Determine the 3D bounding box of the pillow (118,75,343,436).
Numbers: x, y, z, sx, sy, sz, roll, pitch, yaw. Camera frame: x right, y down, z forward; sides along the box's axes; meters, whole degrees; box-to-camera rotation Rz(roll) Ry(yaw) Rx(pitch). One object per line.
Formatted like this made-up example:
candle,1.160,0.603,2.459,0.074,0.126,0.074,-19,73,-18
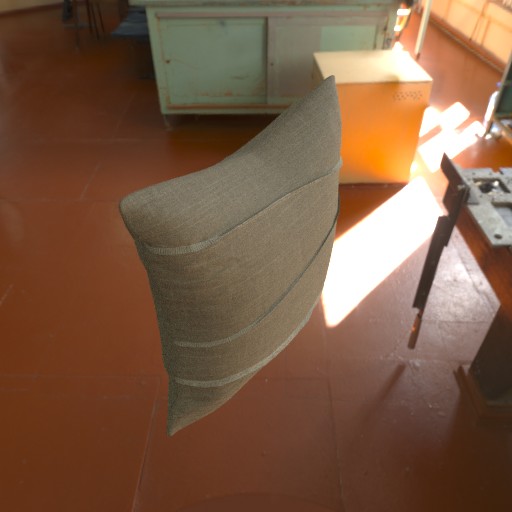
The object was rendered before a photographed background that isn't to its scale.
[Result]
pillow,0.000,0.000,0.638,0.169,0.400,0.424,24,46,26
